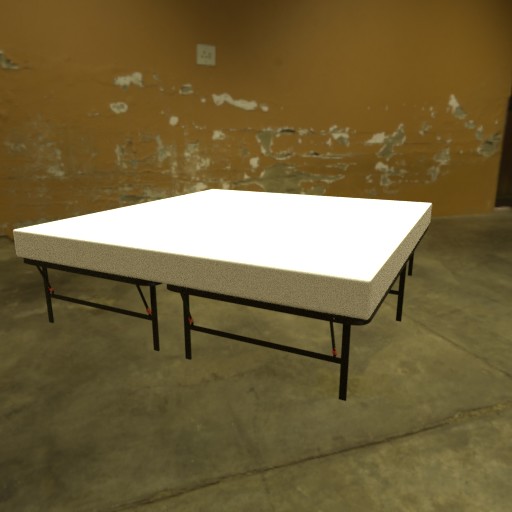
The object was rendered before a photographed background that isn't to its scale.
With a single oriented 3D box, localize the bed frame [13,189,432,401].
[{"bbox_3d":[0.000,0.000,2.931,1.930,0.559,2.032,8,17,26],"label":"bed frame"}]
